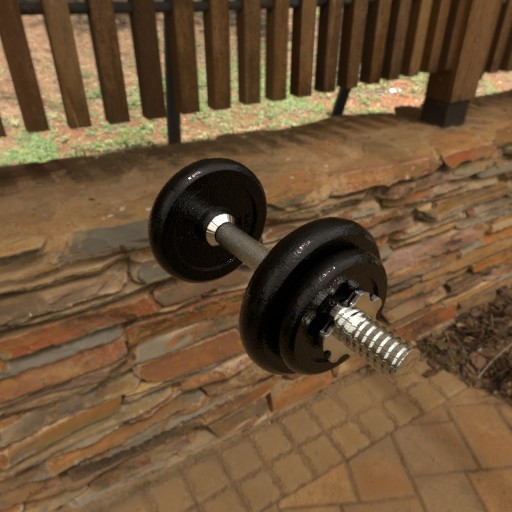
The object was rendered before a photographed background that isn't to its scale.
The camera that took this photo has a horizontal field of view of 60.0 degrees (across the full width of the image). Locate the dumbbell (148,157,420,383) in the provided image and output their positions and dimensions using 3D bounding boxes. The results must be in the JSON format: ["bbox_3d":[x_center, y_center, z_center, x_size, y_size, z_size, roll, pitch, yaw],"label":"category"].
[{"bbox_3d":[0.000,0.000,0.598,0.202,0.202,0.497,-21,38,-30],"label":"dumbbell"}]
